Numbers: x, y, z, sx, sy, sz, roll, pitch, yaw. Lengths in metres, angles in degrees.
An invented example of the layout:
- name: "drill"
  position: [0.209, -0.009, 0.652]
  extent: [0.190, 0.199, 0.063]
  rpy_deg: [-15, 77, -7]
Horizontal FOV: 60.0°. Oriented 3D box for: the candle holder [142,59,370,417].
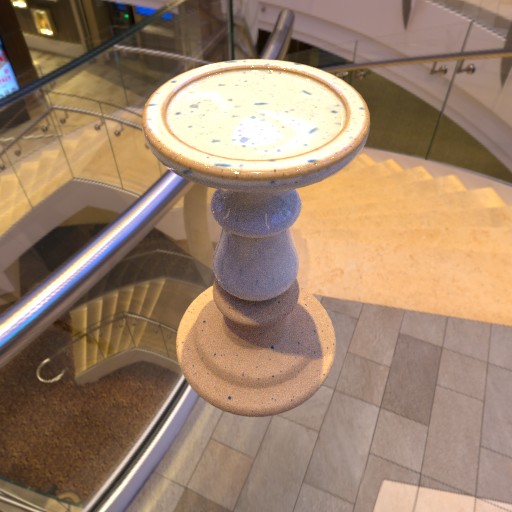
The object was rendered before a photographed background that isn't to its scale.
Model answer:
- name: "candle holder"
  position: [0.000, 0.000, 0.276]
  extent: [0.123, 0.202, 0.123]
  rpy_deg: [0, 47, 0]
